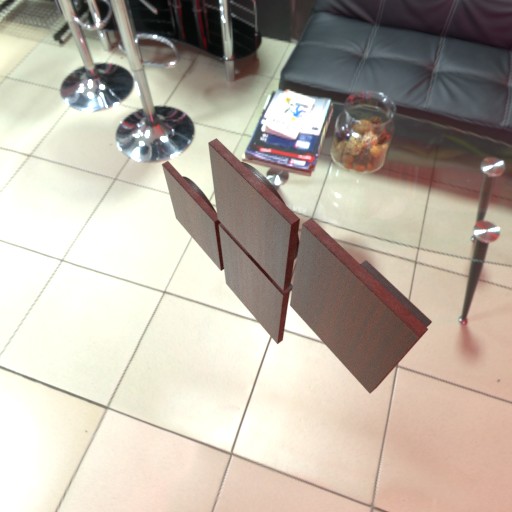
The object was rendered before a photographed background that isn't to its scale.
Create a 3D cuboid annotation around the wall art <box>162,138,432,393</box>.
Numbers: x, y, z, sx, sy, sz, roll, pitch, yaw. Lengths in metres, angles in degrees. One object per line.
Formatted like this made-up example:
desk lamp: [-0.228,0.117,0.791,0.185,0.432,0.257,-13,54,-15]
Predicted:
wall art: [0.000,0.000,0.848,0.030,0.497,0.635,-34,65,-19]
